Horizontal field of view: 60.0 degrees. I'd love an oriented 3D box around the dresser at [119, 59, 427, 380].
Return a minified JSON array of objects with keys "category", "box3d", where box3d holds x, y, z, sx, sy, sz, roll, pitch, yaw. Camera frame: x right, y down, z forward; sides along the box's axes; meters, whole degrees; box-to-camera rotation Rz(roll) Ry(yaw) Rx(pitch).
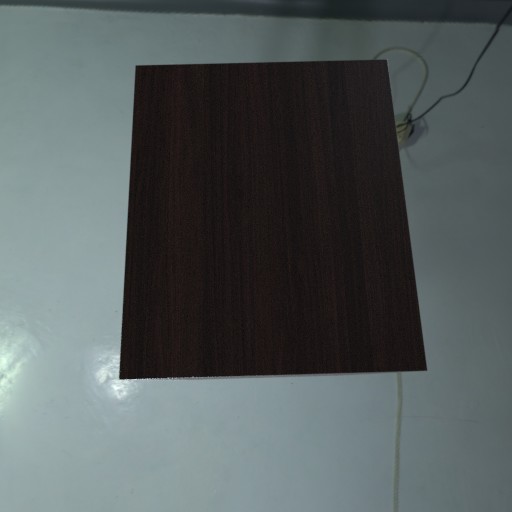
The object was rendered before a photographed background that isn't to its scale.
[{"category":"dresser","box3d":[0.000,0.000,0.758,0.360,0.470,0.400,-2,74,0]}]
